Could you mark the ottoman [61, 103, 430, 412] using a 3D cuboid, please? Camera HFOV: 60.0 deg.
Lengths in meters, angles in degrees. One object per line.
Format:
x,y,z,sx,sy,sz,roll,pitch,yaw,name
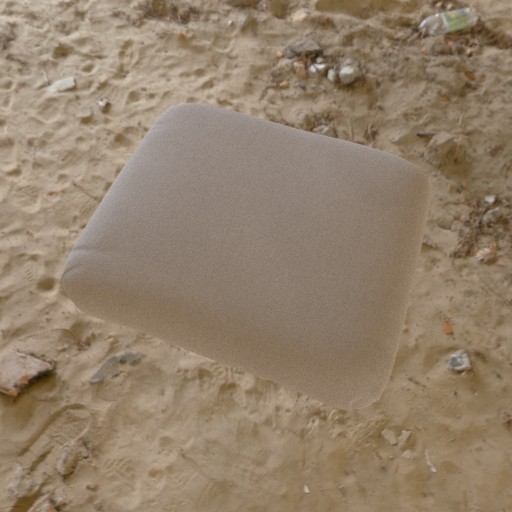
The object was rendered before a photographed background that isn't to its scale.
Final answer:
0.000,0.000,1.148,0.746,0.450,0.622,18,63,9,ottoman
